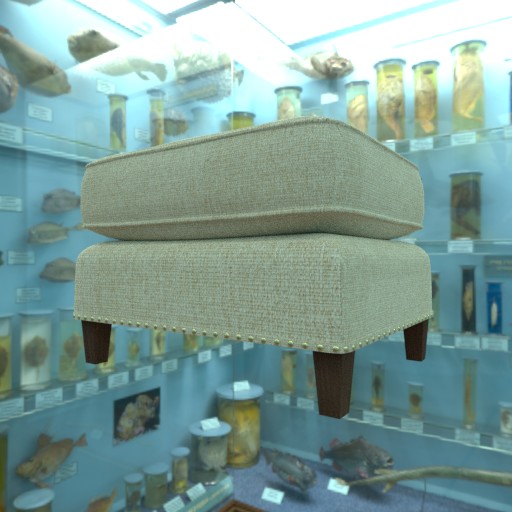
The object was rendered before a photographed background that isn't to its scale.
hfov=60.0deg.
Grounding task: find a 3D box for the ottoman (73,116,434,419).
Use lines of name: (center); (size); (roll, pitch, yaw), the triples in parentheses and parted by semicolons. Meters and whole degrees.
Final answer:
ottoman: (0.000, 0.000, 1.128); (0.738, 0.537, 0.589); (0, 0, 35)
